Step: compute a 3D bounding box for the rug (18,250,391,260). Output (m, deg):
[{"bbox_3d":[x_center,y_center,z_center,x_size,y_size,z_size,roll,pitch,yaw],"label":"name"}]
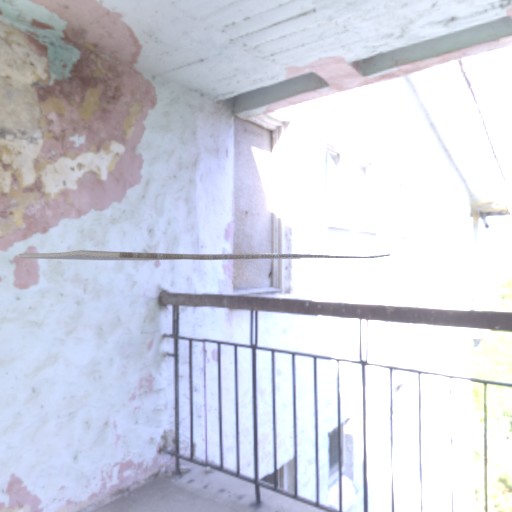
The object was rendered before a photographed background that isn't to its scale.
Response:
[{"bbox_3d":[0.000,0.000,2.684,0.752,0.051,2.452,0,-1,38],"label":"rug"}]
